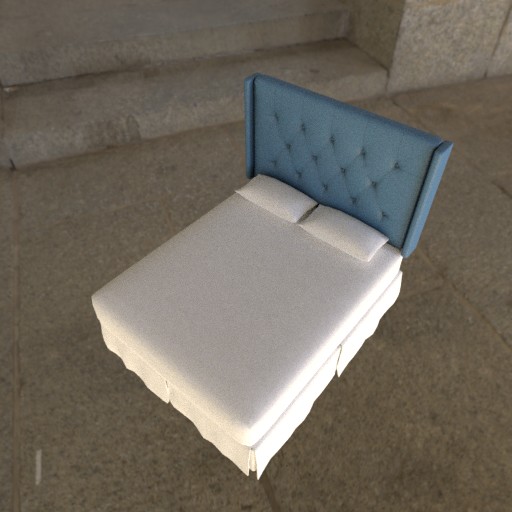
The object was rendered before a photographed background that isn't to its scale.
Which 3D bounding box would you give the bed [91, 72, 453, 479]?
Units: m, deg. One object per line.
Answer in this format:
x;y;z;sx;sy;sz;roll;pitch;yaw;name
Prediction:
0.000;0.000;3.325;1.719;1.665;2.078;31;53;27;bed
